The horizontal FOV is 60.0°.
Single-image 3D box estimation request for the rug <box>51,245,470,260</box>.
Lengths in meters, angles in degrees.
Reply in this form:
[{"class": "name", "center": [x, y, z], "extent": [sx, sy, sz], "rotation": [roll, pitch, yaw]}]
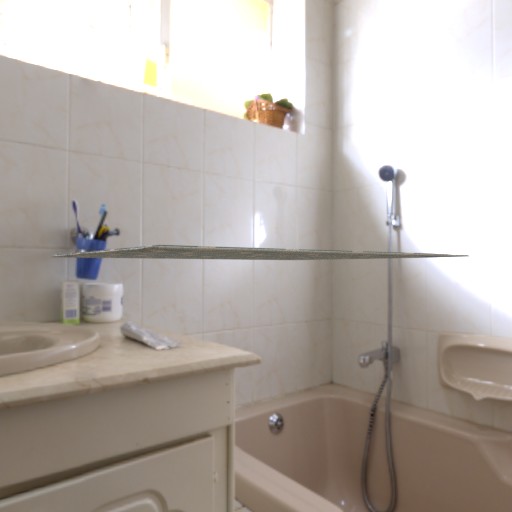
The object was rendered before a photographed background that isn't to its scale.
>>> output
[{"class": "rug", "center": [0.000, 0.000, 4.137], "extent": [3.049, 0.021, 2.466], "rotation": [1, -2, -36]}]
